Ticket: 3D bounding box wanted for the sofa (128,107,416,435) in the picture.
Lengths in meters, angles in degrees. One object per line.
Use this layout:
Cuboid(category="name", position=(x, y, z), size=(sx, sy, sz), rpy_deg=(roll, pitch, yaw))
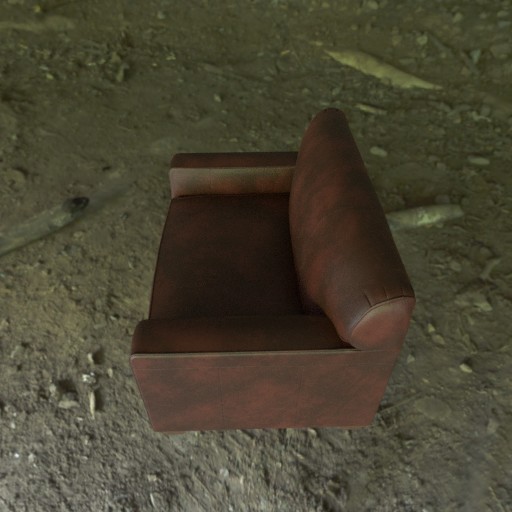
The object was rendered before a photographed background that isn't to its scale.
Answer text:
Cuboid(category="sofa", position=(0.000, 0.000, 2.140), size=(1.000, 0.956, 1.413), rpy_deg=(-1, 43, -1))
